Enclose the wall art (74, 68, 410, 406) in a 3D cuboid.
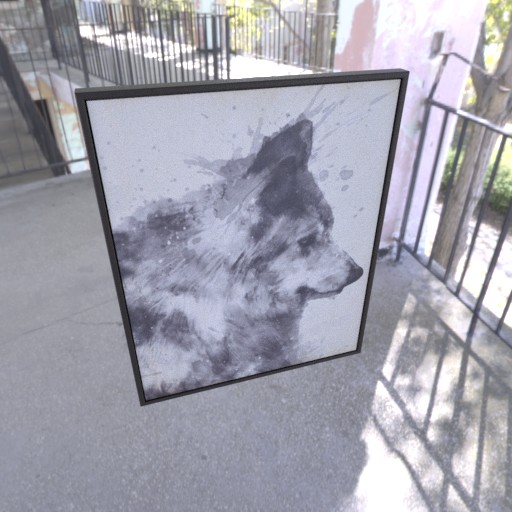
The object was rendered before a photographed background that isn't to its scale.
[{"bbox_3d":[0.000,0.000,0.730,0.451,0.551,0.028,-10,34,-15],"label":"wall art"}]
